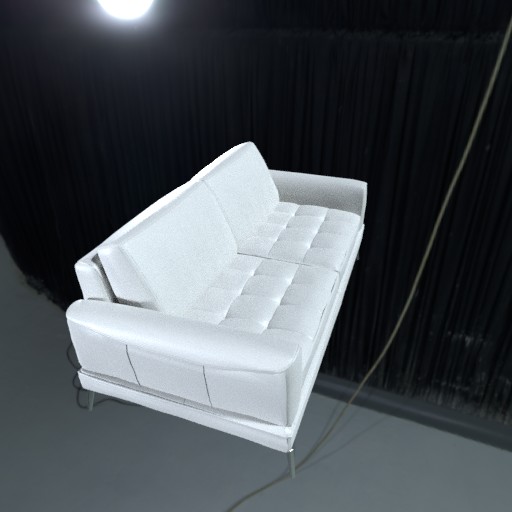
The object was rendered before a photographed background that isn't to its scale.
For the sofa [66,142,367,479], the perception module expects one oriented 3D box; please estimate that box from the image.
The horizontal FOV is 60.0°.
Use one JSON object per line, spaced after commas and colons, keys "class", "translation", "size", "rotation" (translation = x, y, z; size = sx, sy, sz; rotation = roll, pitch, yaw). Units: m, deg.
{"class": "sofa", "translation": [0.000, 0.000, 2.749], "size": [1.121, 0.930, 2.177], "rotation": [10, 32, 17]}
